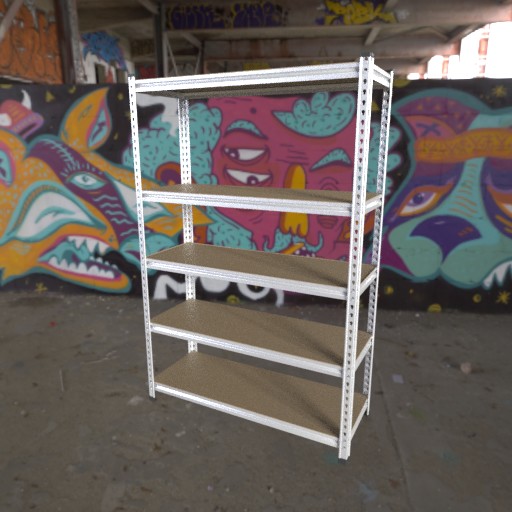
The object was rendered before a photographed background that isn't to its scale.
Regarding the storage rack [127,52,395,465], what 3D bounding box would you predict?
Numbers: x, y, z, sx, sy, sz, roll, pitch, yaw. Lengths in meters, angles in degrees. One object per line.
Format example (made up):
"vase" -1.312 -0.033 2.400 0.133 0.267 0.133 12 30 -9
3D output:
"storage rack" 0.000 0.000 2.360 1.219 1.829 0.457 7 16 26
